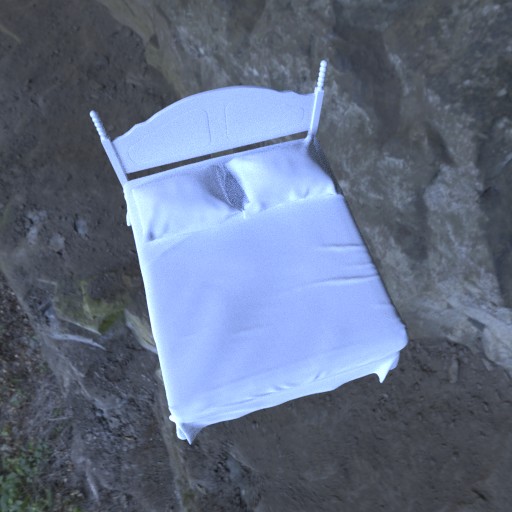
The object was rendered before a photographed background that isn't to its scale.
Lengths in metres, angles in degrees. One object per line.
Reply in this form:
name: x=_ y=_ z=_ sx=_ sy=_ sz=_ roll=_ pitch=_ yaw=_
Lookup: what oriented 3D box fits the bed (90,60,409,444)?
bed: x=0.000 y=0.000 z=3.166 sx=1.873 sy=1.356 sz=2.040 roll=-15 pitch=65 yaw=-7
